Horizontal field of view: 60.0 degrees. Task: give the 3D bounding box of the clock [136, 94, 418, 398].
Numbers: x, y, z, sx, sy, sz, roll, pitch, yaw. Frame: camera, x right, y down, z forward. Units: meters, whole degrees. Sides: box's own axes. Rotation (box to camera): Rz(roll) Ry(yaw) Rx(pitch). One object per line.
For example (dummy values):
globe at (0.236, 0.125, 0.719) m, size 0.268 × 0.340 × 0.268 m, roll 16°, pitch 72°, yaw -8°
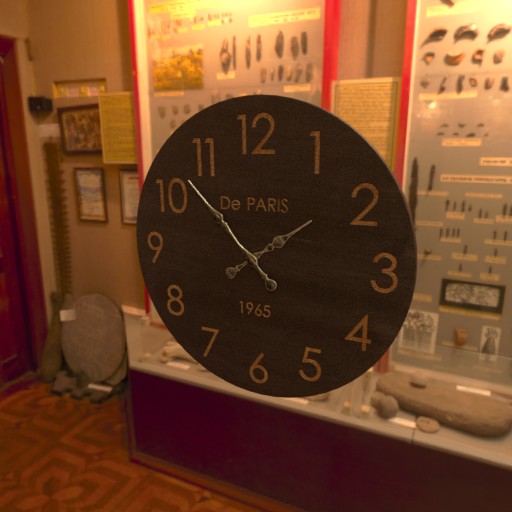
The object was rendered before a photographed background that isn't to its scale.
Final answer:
clock at (0.000, 0.000, 0.867) m, size 0.595 × 0.595 × 0.029 m, roll 7°, pitch 16°, yaw 26°
